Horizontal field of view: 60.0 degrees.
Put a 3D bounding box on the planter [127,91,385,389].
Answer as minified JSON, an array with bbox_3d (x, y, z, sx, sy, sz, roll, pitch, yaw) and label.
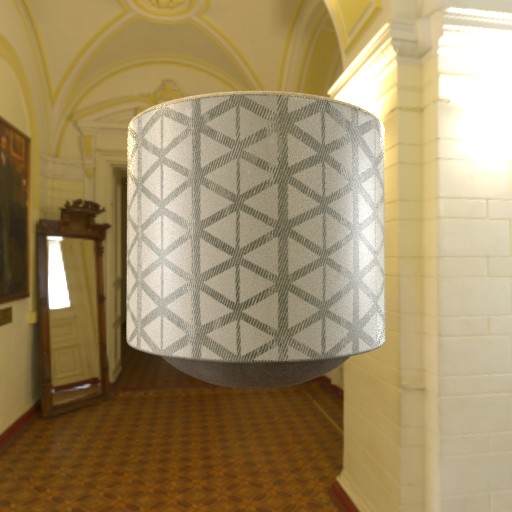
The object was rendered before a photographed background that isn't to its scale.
[{"bbox_3d":[0.000,0.000,0.448,0.250,0.239,0.250,0,-1,0],"label":"planter"}]
